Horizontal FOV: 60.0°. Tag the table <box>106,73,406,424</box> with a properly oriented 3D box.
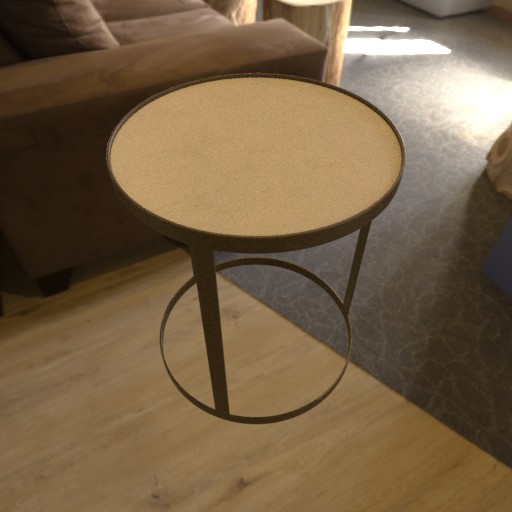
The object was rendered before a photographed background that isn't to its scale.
[{"bbox_3d":[0.000,0.000,0.932,0.480,0.565,0.480,0,46,0],"label":"table"}]
